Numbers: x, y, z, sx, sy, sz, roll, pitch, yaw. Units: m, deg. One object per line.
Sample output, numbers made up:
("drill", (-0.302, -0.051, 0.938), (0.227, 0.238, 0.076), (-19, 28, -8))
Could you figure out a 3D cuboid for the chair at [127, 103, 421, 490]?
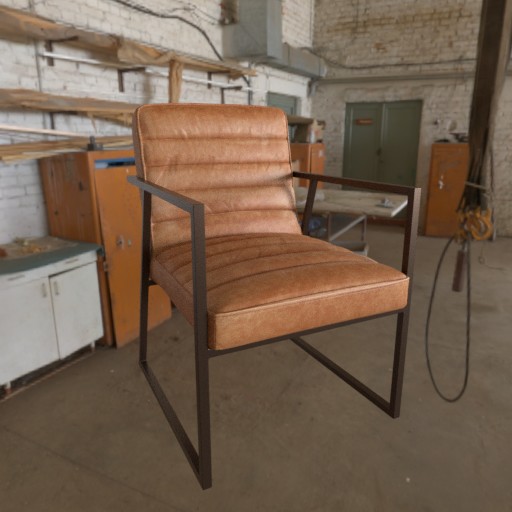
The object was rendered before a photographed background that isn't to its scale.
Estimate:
("chair", (0.000, 0.000, 1.234), (0.571, 0.832, 0.677), (-8, 17, -26))
